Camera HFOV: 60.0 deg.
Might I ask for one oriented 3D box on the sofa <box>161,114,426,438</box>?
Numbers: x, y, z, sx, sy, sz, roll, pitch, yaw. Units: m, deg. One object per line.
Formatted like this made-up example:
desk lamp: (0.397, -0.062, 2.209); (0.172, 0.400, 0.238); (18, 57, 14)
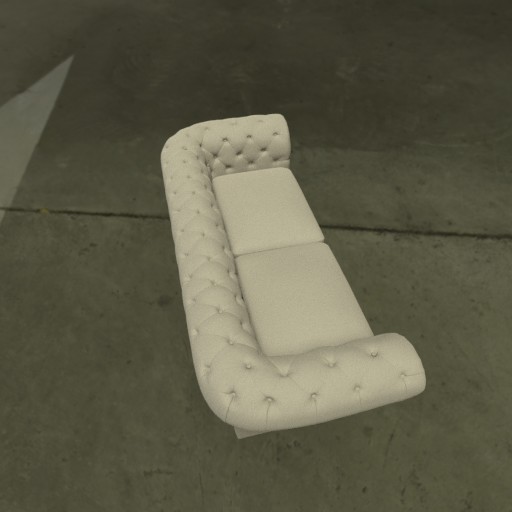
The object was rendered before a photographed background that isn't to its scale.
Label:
sofa: (0.000, 0.000, 2.836); (0.991, 0.749, 2.411); (-10, 47, -9)
